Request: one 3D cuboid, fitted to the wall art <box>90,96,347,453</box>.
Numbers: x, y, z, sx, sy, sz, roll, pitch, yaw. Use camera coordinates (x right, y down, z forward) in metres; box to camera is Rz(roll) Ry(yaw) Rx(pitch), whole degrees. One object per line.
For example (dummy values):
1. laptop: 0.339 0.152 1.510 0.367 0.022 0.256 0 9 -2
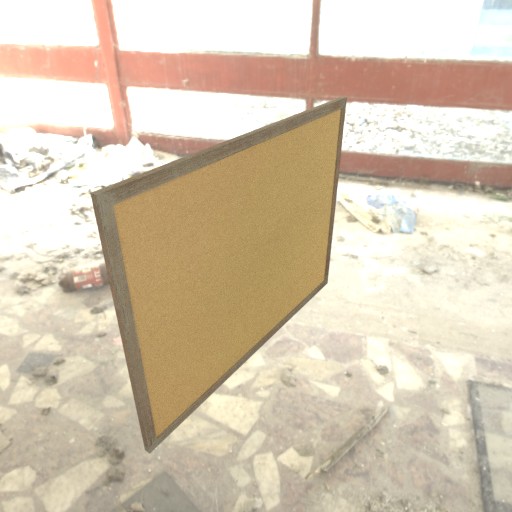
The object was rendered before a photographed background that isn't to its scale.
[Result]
1. wall art: 0.000 0.000 1.371 0.019 0.774 1.012 21 38 30
